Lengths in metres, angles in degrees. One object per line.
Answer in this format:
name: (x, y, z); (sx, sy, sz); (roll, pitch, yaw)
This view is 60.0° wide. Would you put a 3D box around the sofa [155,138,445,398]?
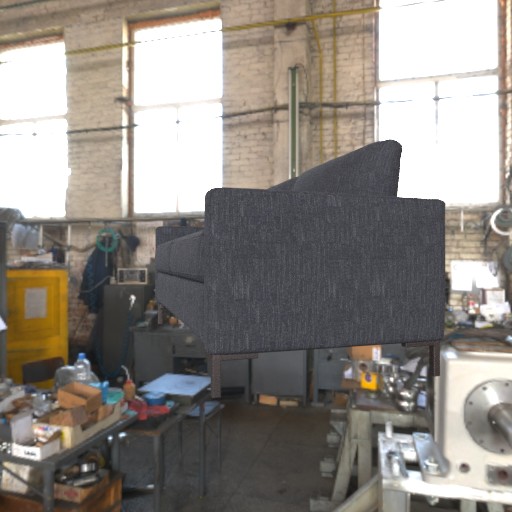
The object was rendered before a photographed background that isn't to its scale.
sofa: (0.000, 0.000, 2.217); (0.866, 0.862, 1.716); (0, -1, -18)
